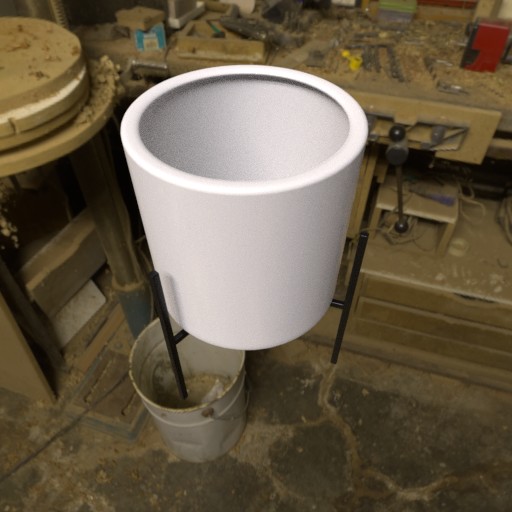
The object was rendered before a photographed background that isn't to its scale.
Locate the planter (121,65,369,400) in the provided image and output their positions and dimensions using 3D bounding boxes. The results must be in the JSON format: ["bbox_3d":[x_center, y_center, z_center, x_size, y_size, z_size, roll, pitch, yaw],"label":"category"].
[{"bbox_3d":[0.000,0.000,0.520,0.239,0.356,0.239,14,48,13],"label":"planter"}]
